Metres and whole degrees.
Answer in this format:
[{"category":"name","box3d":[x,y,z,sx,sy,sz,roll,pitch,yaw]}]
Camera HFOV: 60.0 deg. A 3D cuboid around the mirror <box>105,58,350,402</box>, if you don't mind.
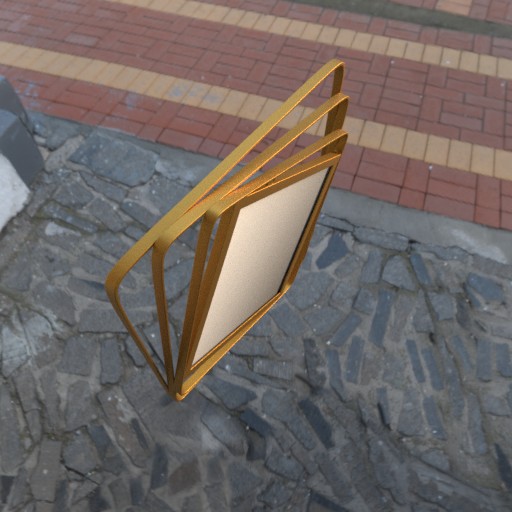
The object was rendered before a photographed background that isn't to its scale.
[{"category":"mirror","box3d":[0.000,0.000,0.720,0.045,0.468,0.470,32,63,18]}]
